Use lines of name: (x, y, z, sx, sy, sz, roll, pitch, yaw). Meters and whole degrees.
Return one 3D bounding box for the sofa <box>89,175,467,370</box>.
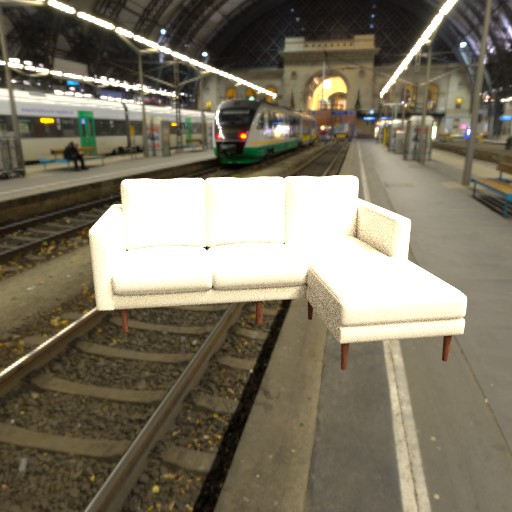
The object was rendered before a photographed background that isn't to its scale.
sofa: (0.000, 0.000, 2.903, 2.029, 0.899, 1.580, -2, 16, -9)
